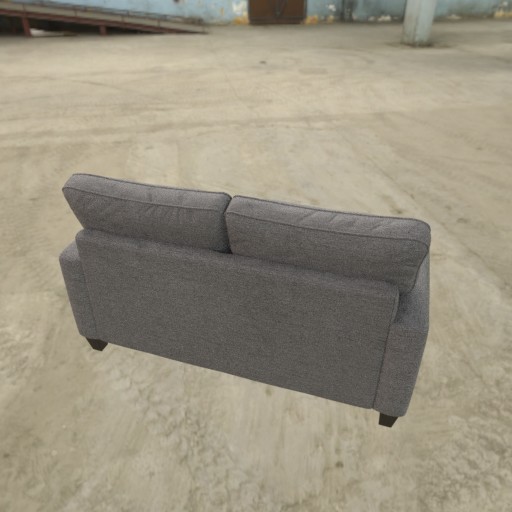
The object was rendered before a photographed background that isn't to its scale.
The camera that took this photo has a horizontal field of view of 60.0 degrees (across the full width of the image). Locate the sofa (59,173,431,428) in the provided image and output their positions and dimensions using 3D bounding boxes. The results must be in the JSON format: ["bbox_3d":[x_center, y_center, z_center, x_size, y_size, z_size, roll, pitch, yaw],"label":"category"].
[{"bbox_3d":[0.000,0.000,2.246,1.651,0.965,0.965,10,34,15],"label":"sofa"}]
